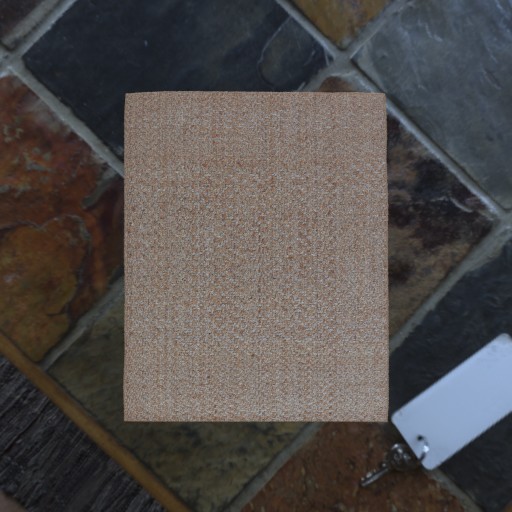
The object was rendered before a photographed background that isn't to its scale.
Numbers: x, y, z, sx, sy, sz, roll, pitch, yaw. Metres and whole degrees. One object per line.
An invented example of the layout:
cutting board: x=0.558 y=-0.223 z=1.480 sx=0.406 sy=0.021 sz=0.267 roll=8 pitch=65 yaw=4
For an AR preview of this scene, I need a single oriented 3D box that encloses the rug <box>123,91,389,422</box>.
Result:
rug: x=0.000 y=0.000 z=4.081 sx=2.439 sy=0.013 sz=3.048 roll=0 pitch=89 yaw=0
